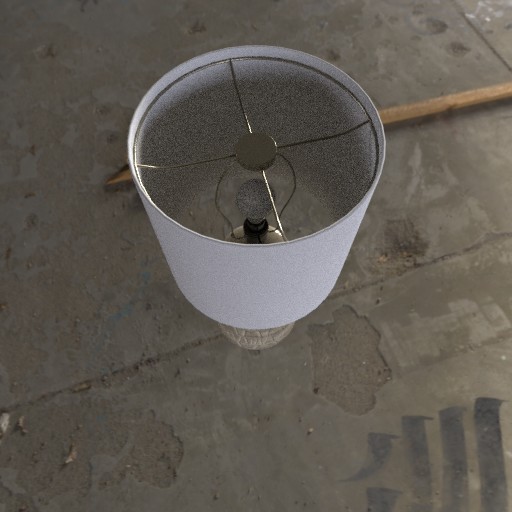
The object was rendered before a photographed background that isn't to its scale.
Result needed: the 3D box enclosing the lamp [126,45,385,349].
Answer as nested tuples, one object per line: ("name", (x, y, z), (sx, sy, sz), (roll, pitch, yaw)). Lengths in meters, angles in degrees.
("lamp", (0.000, 0.000, 0.567), (0.211, 0.455, 0.211), (0, 64, 0))
